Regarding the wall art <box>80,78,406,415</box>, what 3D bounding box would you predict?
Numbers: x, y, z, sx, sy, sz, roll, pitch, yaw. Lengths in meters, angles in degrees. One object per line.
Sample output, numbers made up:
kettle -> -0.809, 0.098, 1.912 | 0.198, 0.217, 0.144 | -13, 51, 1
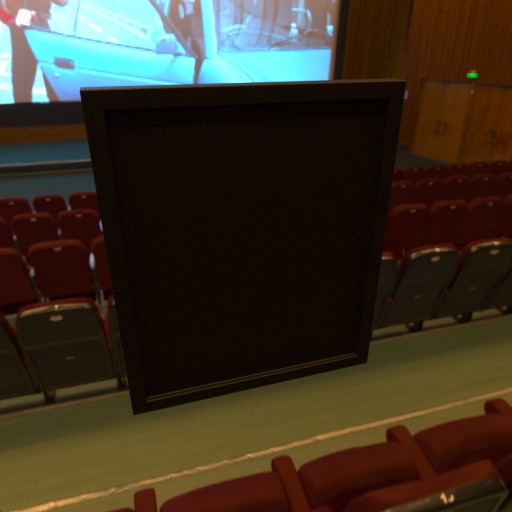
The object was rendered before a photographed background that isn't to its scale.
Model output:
wall art -> 0.000, 0.000, 0.522 | 0.328, 0.381, 0.028 | -8, 27, -16
